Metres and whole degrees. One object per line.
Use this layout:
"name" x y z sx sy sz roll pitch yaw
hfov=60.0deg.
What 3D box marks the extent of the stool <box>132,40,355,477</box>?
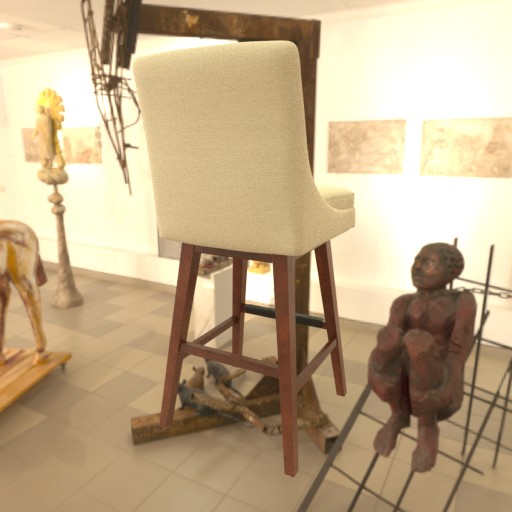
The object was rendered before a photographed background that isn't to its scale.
"stool" 0.000 0.000 1.359 0.470 1.097 0.559 8 16 27
